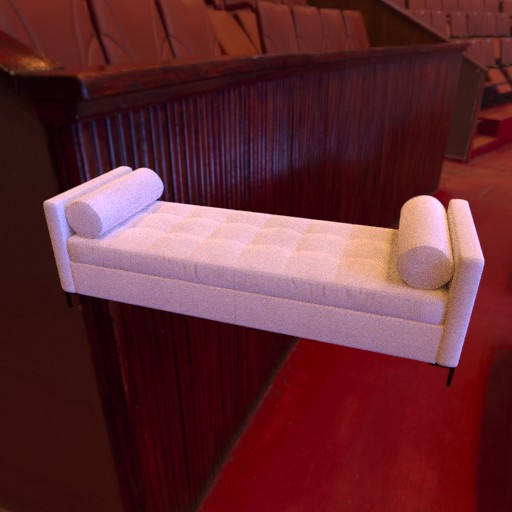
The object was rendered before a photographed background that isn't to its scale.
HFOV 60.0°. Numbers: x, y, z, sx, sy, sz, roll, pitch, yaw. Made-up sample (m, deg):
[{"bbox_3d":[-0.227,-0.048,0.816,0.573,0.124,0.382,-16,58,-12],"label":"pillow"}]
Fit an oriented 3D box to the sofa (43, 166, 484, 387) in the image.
[{"bbox_3d":[0.000,0.000,2.308,1.981,0.635,0.686,8,28,16],"label":"sofa"}]
